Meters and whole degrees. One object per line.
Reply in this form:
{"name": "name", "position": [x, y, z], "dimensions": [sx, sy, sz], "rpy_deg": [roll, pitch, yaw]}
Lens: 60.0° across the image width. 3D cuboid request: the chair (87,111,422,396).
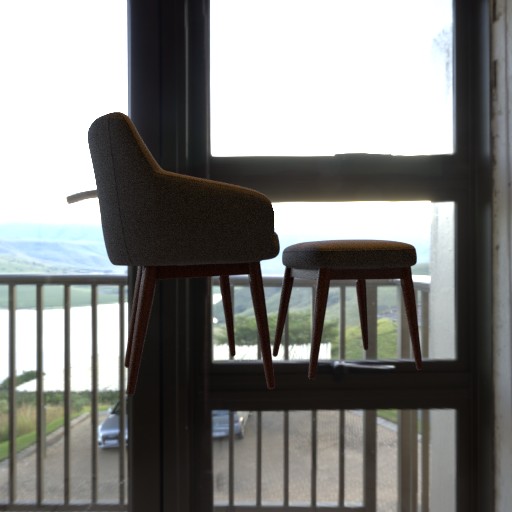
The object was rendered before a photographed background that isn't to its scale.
{"name": "chair", "position": [0.000, 0.000, 1.553], "dimensions": [1.107, 0.799, 0.584], "rpy_deg": [0, 0, -17]}
